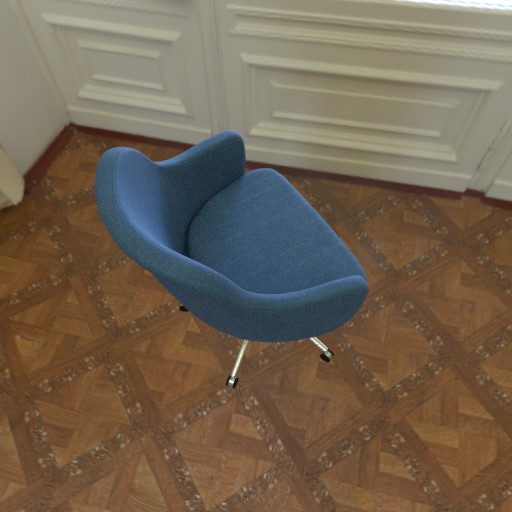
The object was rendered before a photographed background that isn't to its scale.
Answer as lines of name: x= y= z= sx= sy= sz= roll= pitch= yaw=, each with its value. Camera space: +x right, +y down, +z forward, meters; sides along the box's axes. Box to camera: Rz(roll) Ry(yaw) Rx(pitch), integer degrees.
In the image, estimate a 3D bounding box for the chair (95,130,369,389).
chair: x=0.000 y=0.000 z=1.247 sx=0.655 sy=0.820 sz=0.599 roll=-29 pitch=63 yaw=-16
